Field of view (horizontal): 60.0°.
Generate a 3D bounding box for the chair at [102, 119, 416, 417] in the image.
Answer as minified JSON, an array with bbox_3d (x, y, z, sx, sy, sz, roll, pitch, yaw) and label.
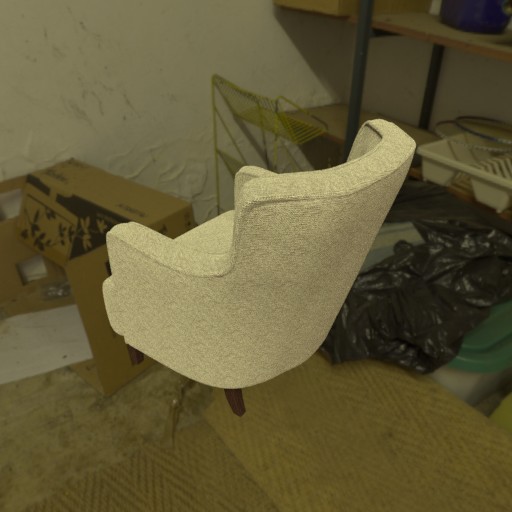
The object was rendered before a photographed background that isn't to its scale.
[{"bbox_3d":[0.000,0.000,1.646,0.910,0.920,0.820,20,36,30],"label":"chair"}]
